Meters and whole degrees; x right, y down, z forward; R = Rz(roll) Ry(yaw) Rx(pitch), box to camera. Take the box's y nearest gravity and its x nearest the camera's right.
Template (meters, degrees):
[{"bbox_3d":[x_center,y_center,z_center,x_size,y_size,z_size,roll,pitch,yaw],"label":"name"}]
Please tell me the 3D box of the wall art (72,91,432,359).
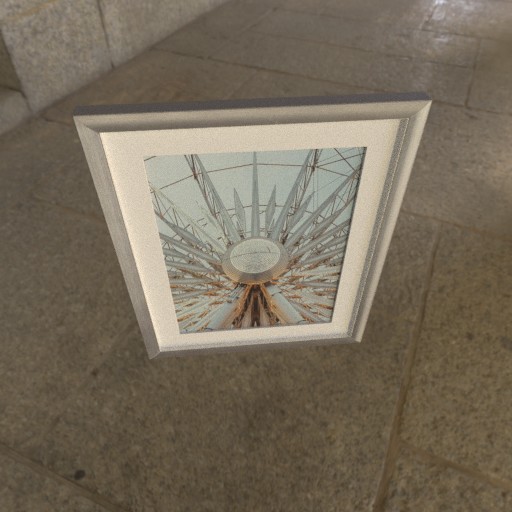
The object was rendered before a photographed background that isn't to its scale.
[{"bbox_3d":[0.000,0.000,0.767,0.458,0.558,0.029,-4,45,-4],"label":"wall art"}]
